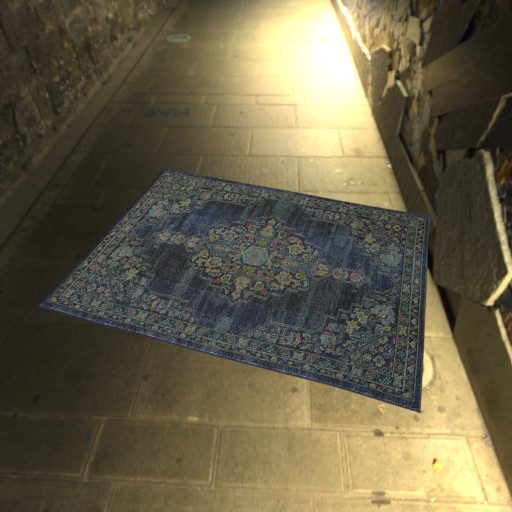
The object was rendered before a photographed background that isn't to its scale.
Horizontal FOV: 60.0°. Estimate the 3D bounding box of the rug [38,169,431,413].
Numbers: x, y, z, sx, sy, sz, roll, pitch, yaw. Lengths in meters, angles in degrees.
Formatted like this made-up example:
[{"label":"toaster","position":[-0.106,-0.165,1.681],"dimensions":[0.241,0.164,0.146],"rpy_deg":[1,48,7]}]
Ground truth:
[{"label":"rug","position":[0.000,0.000,4.866],"dimensions":[3.612,0.035,2.716],"rpy_deg":[12,43,13]}]
